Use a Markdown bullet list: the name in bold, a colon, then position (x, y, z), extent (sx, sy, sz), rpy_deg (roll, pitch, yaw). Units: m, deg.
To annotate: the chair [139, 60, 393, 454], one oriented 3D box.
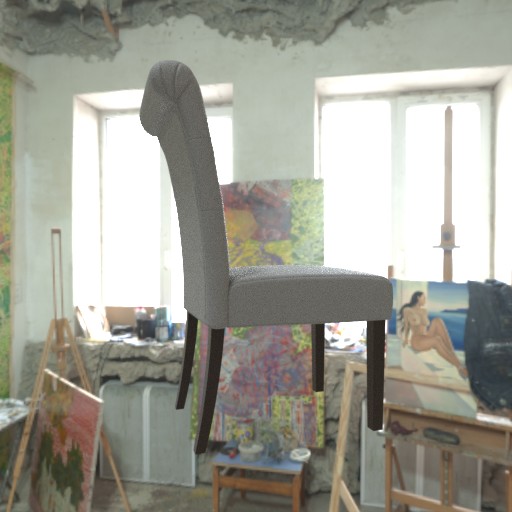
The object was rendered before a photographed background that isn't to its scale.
- **chair**: position (0.000, 0.000, 1.366), extent (0.671, 1.006, 0.456), rpy_deg (0, 1, -19)
